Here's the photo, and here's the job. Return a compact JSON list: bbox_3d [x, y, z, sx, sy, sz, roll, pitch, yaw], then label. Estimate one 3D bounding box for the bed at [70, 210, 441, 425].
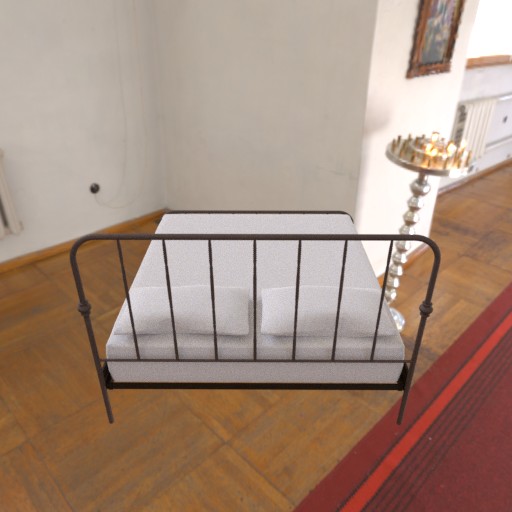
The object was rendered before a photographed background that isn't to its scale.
[{"bbox_3d":[0.000,0.000,3.565,2.044,1.446,2.134,0,30,0],"label":"bed"}]
